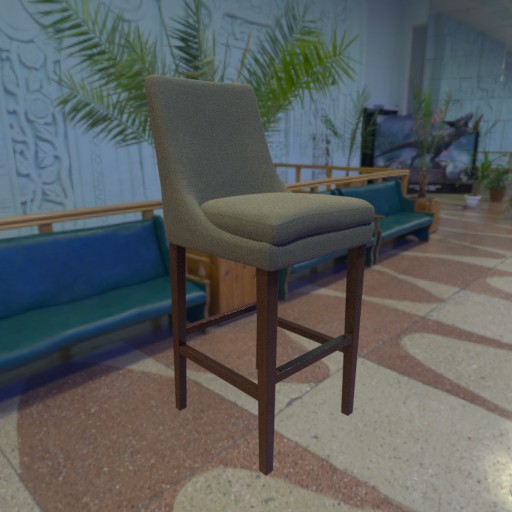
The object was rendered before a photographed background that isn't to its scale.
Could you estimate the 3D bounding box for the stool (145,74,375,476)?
[{"bbox_3d":[0.000,0.000,1.397,0.470,1.078,0.577,-14,21,-42],"label":"stool"}]
